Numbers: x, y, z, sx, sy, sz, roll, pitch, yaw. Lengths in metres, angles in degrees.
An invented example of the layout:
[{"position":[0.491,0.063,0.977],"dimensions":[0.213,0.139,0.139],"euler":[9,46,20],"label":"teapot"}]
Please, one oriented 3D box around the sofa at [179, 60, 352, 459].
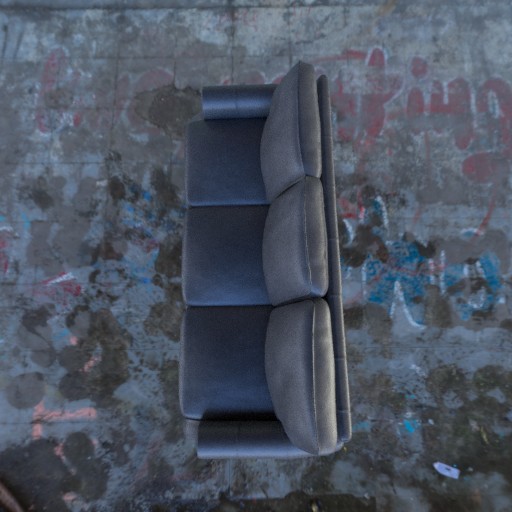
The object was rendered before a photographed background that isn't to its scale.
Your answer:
[{"position":[0.000,0.000,2.850],"dimensions":[0.974,0.977,2.387],"euler":[-1,76,0],"label":"sofa"}]
